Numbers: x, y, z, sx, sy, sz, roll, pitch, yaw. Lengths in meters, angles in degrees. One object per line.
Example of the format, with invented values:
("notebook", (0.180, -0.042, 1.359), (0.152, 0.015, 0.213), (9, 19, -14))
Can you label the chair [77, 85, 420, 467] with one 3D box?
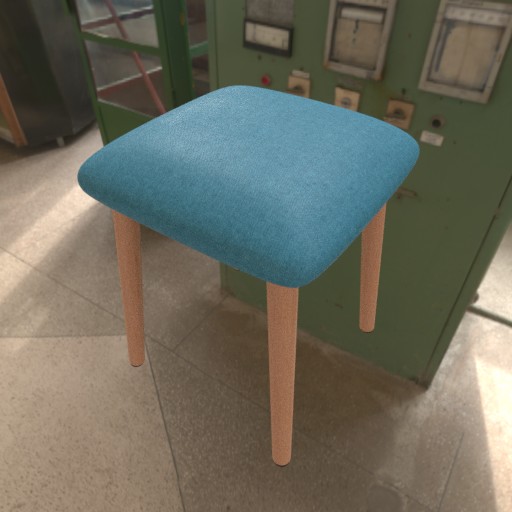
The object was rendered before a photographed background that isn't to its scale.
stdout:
("chair", (0.000, 0.000, 0.707), (0.360, 0.450, 0.360), (25, 47, 26))
